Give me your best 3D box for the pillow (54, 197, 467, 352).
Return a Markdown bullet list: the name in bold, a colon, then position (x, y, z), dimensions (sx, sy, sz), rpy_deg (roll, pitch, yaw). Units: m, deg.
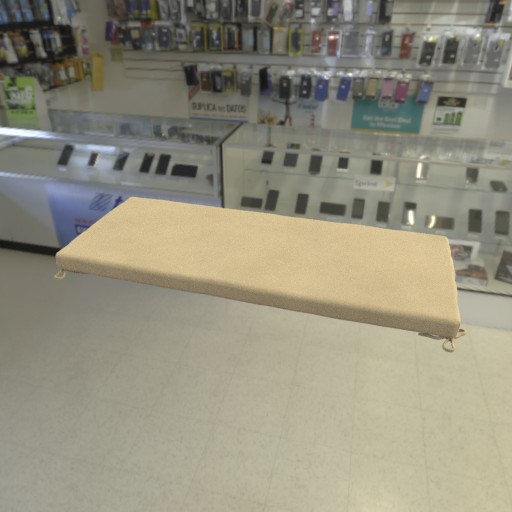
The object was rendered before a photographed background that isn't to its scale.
- **pillow**: position (0.000, 0.000, 1.372), dimensions (1.187, 0.081, 0.492), rpy_deg (9, 32, 14)
